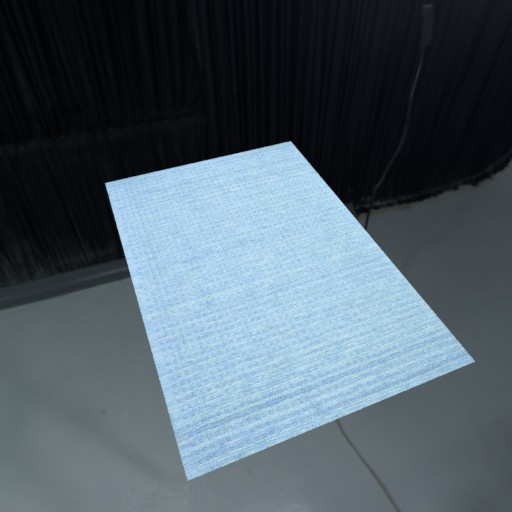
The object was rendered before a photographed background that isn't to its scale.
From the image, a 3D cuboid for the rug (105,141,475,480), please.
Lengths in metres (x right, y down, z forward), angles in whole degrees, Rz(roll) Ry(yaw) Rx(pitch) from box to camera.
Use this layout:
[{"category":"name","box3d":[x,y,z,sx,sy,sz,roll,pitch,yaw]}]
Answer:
[{"category":"rug","box3d":[0.000,0.000,3.628,1.982,0.006,2.895,-16,49,-15]}]
